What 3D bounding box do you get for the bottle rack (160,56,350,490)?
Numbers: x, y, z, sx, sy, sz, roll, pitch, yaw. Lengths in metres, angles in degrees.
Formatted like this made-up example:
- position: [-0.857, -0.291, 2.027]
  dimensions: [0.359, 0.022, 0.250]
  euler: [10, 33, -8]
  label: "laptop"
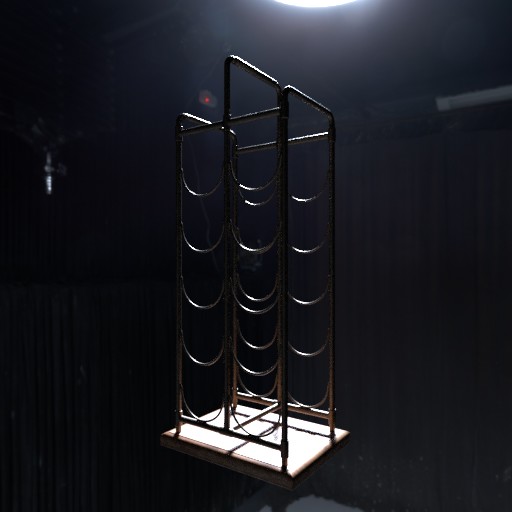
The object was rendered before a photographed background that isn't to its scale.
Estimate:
- position: [0.000, 0.000, 0.805]
  dimensions: [0.276, 0.680, 0.208]
  euler: [0, 0, 35]
  label: "bottle rack"
